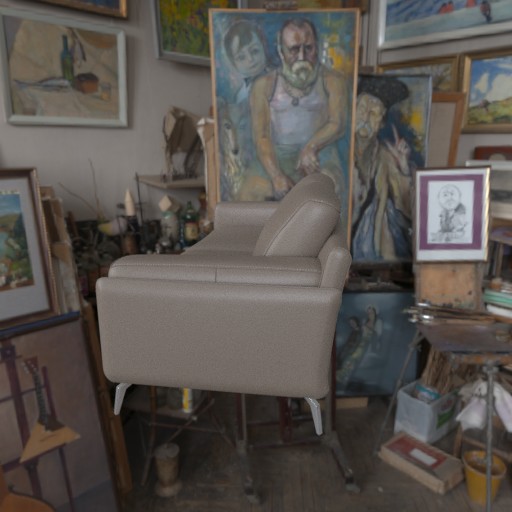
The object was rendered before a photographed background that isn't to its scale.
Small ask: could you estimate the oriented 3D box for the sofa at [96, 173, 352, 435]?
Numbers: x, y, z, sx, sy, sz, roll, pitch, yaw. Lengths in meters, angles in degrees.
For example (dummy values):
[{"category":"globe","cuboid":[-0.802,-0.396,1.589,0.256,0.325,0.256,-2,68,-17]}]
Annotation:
[{"category":"sofa","cuboid":[0.000,0.000,2.647,1.049,0.930,2.101,2,14,8]}]
